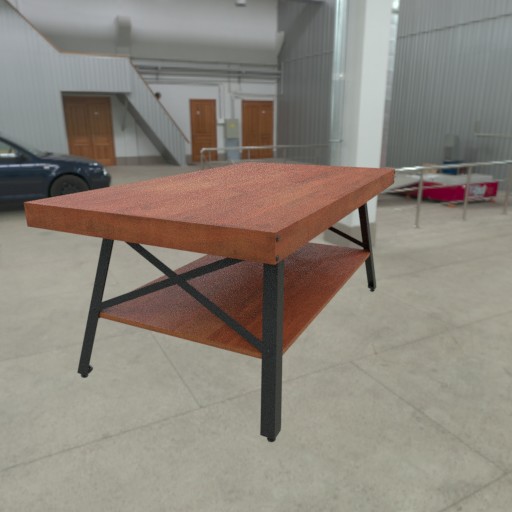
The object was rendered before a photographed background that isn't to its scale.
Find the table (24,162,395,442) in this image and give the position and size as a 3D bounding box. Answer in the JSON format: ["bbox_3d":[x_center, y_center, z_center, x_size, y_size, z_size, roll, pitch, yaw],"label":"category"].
[{"bbox_3d":[0.000,0.000,1.366,0.610,0.457,1.067,8,19,25],"label":"table"}]
